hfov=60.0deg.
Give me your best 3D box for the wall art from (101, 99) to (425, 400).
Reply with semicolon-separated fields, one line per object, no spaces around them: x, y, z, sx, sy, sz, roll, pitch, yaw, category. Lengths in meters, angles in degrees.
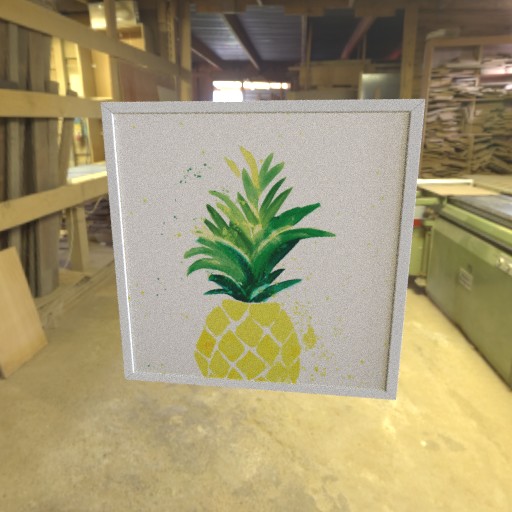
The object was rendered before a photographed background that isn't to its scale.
0.000;0.000;1.153;0.763;0.761;0.038;2;16;8;wall art
